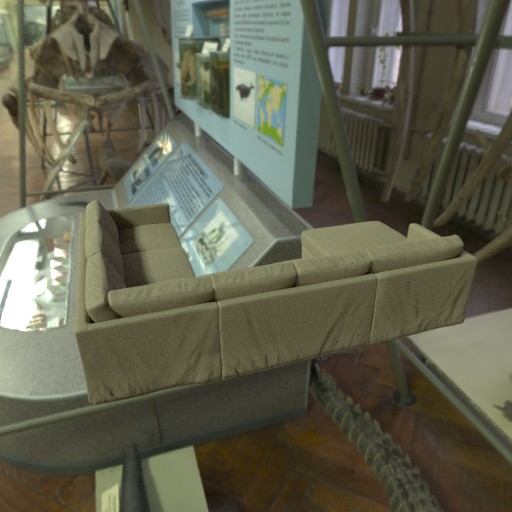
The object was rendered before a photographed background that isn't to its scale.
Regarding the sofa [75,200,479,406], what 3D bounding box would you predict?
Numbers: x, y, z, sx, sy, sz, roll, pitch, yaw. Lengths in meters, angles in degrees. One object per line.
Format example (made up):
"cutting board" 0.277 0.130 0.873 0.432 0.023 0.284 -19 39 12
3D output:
"sofa" 0.000 0.000 4.660 3.528 0.878 2.476 -9 28 -17
